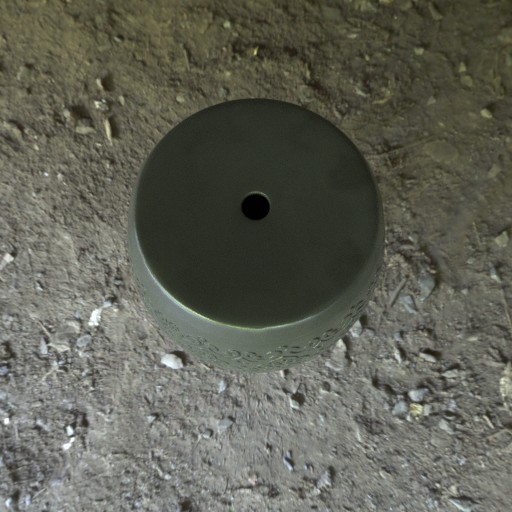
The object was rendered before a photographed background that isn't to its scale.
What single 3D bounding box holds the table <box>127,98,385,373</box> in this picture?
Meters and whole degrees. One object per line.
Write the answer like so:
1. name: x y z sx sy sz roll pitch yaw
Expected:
1. table: 0.000 0.000 0.606 0.309 0.397 0.309 0 76 0
